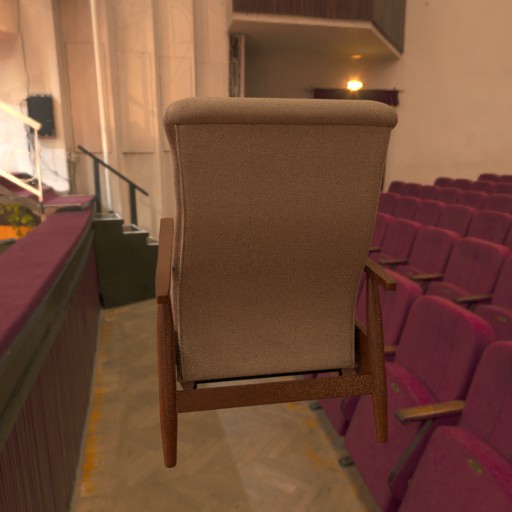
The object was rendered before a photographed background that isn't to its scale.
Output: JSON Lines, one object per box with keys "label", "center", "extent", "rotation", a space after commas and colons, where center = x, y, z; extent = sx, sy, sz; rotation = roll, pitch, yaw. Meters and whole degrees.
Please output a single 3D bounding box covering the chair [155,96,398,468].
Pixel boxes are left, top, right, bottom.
{"label": "chair", "center": [0.000, 0.000, 1.753], "extent": [0.762, 1.082, 1.030], "rotation": [-2, 13, -10]}
